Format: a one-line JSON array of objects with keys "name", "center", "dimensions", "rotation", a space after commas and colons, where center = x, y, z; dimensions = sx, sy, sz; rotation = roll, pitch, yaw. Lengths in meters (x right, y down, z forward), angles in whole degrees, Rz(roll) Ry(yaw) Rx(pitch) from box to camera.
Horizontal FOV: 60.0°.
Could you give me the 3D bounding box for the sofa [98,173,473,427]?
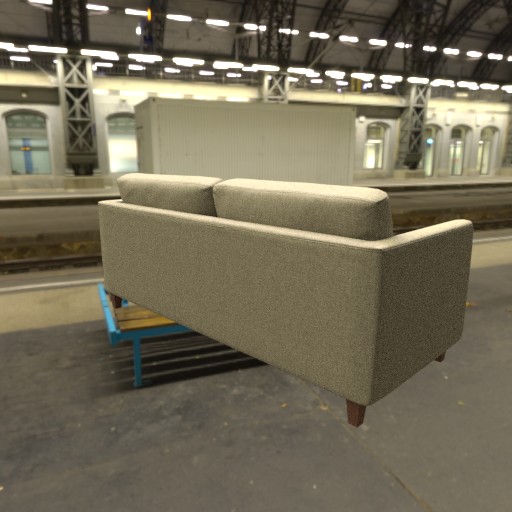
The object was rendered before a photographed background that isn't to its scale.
[{"name": "sofa", "center": [0.000, 0.000, 2.696], "dimensions": [2.208, 0.960, 0.956], "rotation": [13, 18, 43]}]
